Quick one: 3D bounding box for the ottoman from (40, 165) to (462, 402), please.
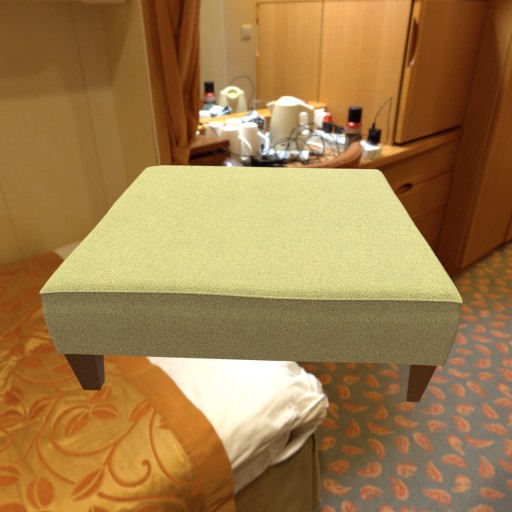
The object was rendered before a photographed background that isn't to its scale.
[{"bbox_3d":[0.000,0.000,1.520,1.004,0.379,0.968,1,29,2],"label":"ottoman"}]
